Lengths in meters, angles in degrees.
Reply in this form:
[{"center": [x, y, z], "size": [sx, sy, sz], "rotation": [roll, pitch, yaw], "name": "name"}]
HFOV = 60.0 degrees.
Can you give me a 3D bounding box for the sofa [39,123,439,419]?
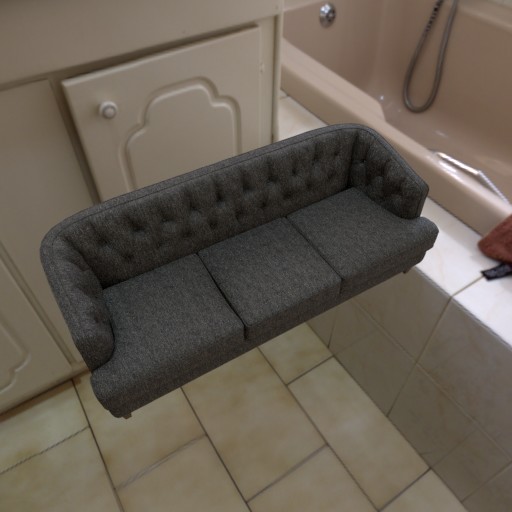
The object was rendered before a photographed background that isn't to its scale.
[{"center": [0.000, 0.000, 2.765], "size": [2.278, 0.855, 0.941], "rotation": [-24, 52, -20], "name": "sofa"}]
